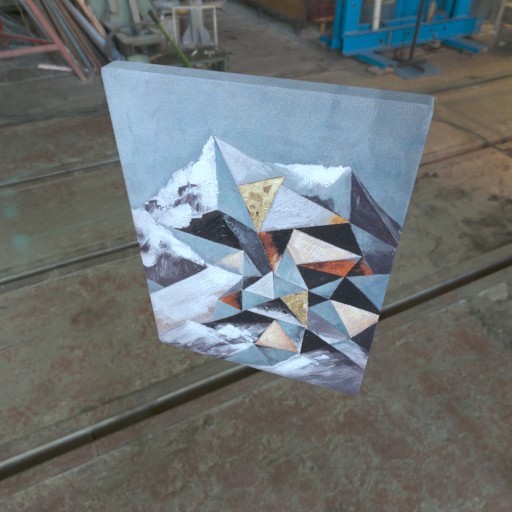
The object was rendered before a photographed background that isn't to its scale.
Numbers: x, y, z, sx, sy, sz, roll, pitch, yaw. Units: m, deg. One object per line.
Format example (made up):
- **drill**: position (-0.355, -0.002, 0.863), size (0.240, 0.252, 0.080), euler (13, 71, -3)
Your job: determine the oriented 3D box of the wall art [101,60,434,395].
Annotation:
- **wall art**: position (0.000, 0.000, 0.786), size (0.455, 0.613, 0.037), euler (12, 42, 14)
